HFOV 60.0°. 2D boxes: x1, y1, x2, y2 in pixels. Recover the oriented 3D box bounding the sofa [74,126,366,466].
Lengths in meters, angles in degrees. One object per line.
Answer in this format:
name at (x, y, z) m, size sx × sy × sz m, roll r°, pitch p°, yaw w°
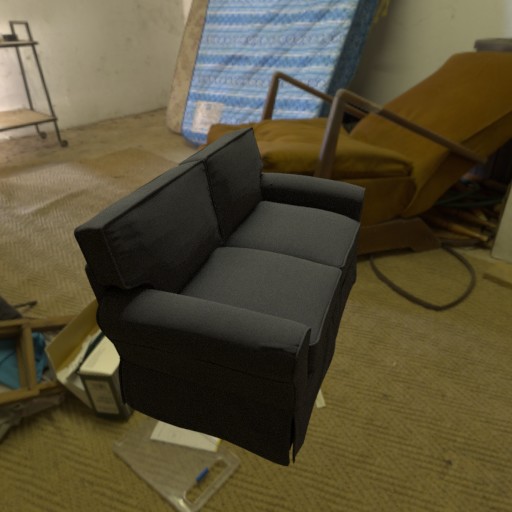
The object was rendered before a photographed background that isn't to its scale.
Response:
sofa at (0.000, 0.000, 2.477) m, size 0.997 × 1.059 × 1.801 m, roll 10°, pitch 31°, yaw 17°
